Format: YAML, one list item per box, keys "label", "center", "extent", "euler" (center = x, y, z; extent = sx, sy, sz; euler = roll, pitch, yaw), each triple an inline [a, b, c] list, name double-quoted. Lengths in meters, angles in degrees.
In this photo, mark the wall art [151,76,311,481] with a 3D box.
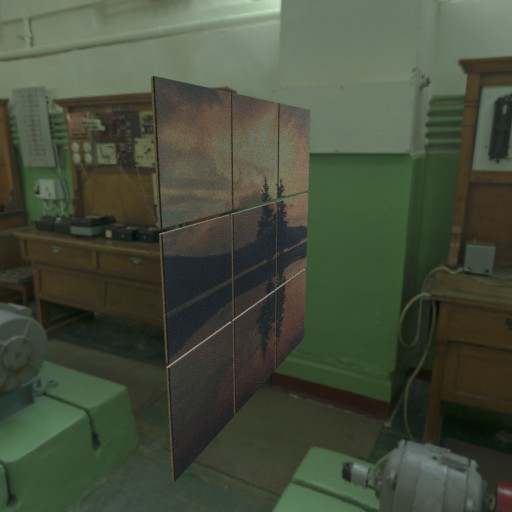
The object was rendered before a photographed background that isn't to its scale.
- label: "wall art"
  center: [0.000, 0.000, 1.809]
  extent: [0.013, 1.218, 1.216]
  euler: [7, 15, 25]
